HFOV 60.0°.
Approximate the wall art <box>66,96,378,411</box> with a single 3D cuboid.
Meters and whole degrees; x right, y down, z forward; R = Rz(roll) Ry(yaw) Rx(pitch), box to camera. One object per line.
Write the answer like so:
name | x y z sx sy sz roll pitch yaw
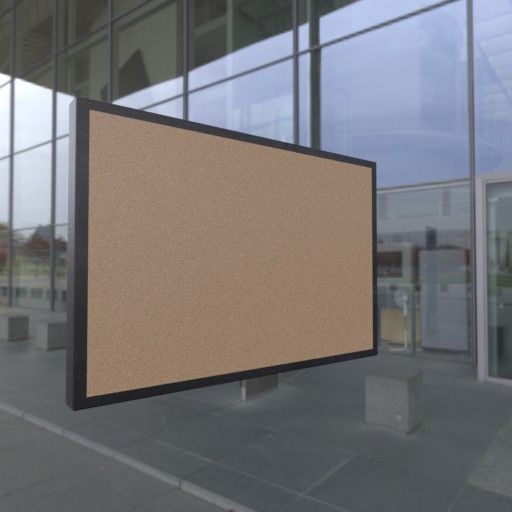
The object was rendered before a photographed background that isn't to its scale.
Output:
wall art | 0.000 0.000 0.767 0.610 0.409 0.038 1 -2 -37
